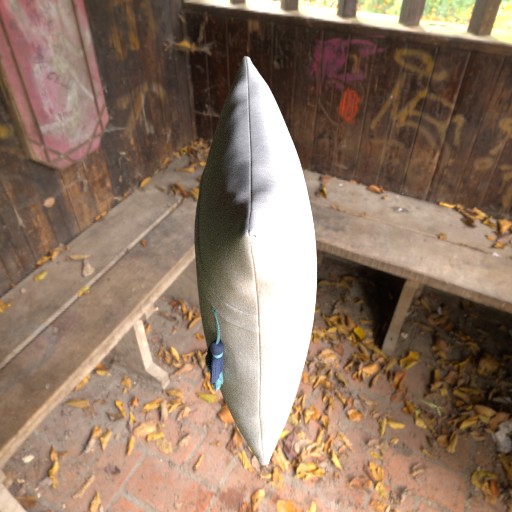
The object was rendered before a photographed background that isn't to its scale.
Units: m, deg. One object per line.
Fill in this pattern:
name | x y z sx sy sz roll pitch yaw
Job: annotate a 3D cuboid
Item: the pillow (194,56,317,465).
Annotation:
pillow | 0.000 0.000 0.661 0.173 0.436 0.433 -1 42 -1
